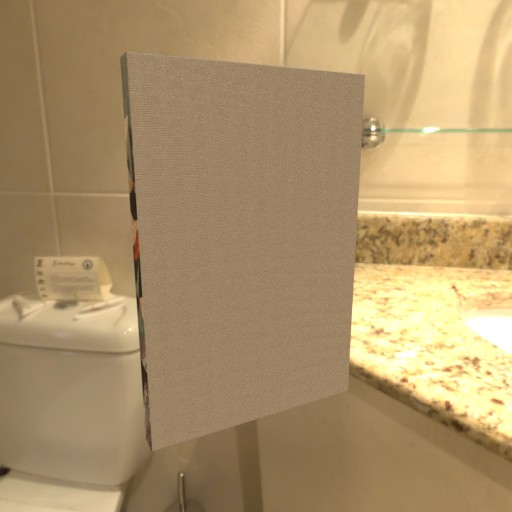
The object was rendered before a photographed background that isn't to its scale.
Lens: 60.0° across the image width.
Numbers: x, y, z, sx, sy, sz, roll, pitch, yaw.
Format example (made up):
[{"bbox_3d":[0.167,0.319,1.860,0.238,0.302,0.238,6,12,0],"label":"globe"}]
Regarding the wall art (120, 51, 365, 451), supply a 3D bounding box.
[{"bbox_3d":[0.000,0.000,1.141,0.609,0.911,0.061,-7,15,-27],"label":"wall art"}]
